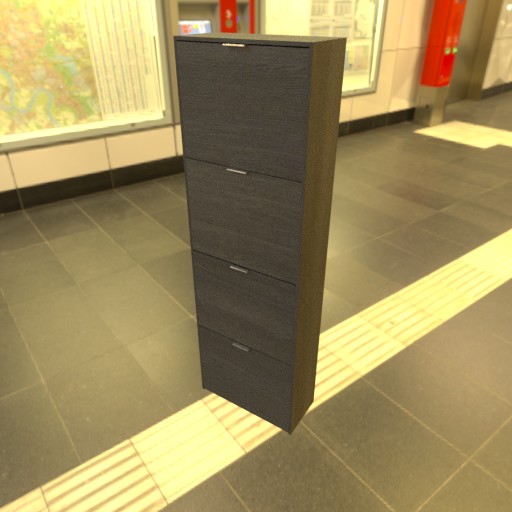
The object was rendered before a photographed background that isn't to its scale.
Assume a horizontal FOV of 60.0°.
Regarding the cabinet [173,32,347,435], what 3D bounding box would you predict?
[{"bbox_3d":[0.000,0.000,1.835,0.520,1.630,0.255,18,34,28],"label":"cabinet"}]
